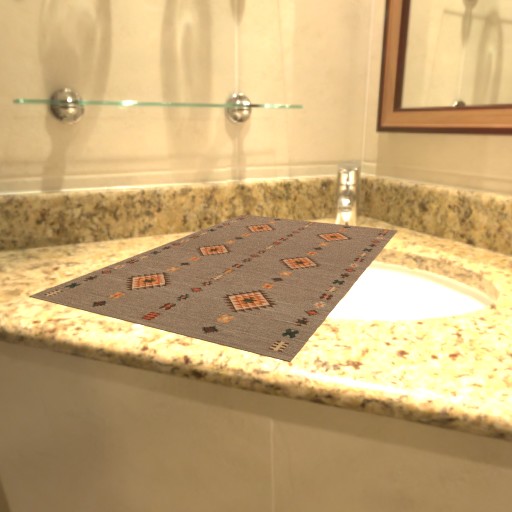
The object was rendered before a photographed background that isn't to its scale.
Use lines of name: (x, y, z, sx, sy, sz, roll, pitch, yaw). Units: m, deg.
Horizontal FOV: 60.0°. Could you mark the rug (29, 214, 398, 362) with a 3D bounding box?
rug: (0.000, 0.000, 3.097, 1.515, 0.007, 2.427, 8, 19, 25)
